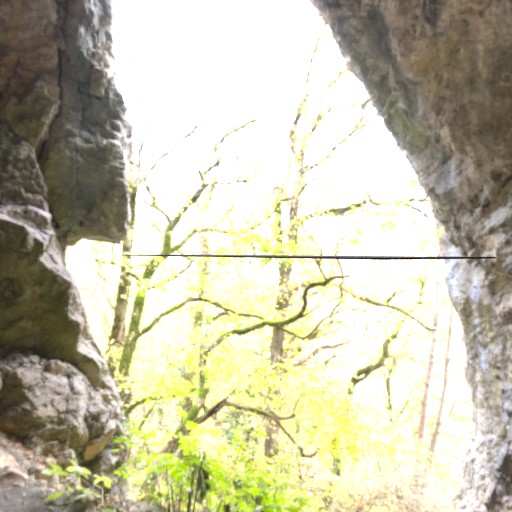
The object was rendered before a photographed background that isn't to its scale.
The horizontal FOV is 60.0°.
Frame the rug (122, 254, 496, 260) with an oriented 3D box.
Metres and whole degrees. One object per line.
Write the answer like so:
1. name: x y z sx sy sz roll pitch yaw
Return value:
1. rug: 0.000 0.000 2.657 0.760 0.009 2.440 0 1 -37
